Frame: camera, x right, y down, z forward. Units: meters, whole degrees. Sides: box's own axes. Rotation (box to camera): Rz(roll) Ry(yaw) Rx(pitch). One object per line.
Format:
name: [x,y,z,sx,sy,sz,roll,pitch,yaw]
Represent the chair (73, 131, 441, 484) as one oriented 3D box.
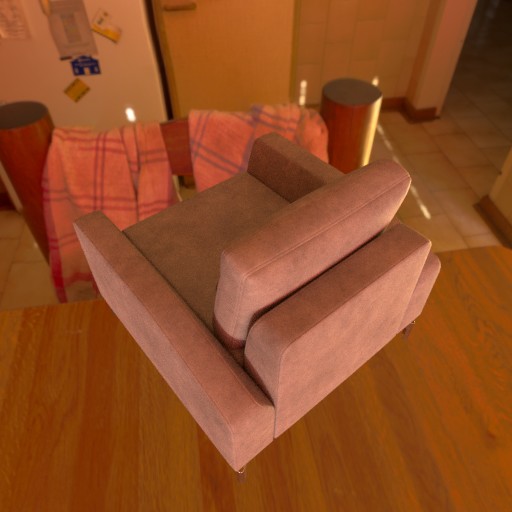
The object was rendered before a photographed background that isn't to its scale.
chair: [0.000,0.000,1.534,0.900,0.800,0.900,-31,54,-26]
